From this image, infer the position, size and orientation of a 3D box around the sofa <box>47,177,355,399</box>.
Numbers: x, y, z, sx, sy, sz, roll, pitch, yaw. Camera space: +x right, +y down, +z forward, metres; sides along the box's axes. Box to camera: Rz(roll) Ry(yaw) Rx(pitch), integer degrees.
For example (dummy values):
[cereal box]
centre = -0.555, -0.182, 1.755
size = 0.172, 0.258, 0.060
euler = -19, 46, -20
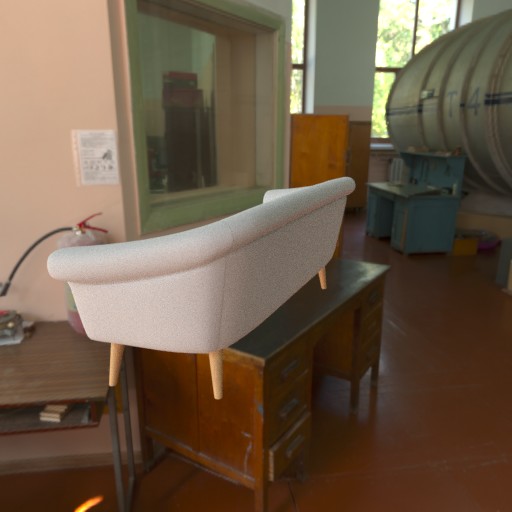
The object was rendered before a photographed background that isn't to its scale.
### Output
[sofa]
centre = 0.000, 0.000, 2.538
size = 0.827, 0.795, 2.160
euler = 7, 17, 24
